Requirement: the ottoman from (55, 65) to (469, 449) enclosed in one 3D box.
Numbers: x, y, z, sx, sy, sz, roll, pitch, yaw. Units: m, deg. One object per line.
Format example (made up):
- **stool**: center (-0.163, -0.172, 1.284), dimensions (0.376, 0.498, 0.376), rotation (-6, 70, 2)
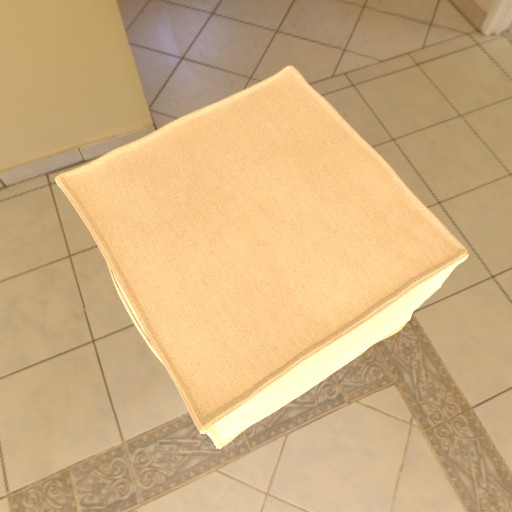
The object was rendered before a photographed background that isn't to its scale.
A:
- **ottoman**: center (0.000, 0.000, 1.172), dimensions (0.696, 0.470, 0.707), rotation (-30, 68, -14)
